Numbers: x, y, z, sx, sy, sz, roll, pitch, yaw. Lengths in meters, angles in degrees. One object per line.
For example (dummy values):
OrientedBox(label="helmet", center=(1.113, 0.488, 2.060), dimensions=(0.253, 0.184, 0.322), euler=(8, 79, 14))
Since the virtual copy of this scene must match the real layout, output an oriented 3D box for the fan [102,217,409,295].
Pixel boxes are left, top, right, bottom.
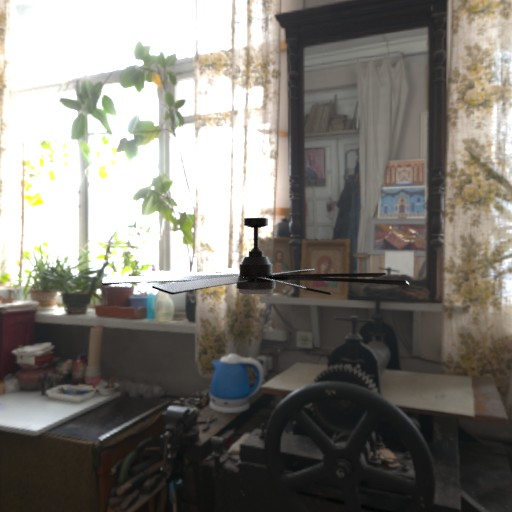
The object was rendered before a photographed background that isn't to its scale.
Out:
OrientedBox(label="fan", center=(0.000, 0.000, 2.790), dimensions=(1.830, 0.472, 1.830), euler=(0, 1, -18))
